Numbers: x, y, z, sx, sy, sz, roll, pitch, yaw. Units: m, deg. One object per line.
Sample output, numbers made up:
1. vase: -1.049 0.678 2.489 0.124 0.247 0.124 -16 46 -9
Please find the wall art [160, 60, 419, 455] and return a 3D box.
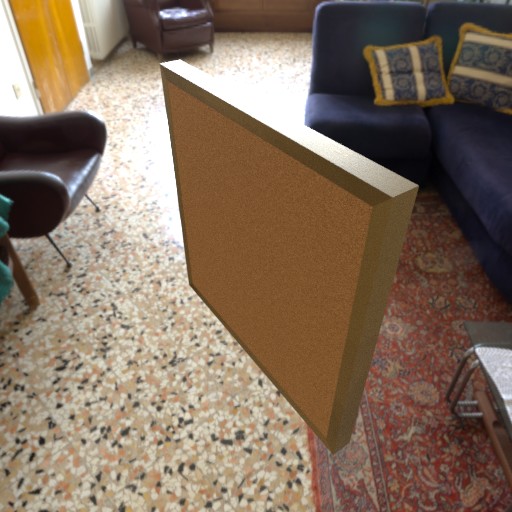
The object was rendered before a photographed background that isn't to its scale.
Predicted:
1. wall art: 0.000 0.000 0.751 0.038 0.508 0.507 -24 45 -26
